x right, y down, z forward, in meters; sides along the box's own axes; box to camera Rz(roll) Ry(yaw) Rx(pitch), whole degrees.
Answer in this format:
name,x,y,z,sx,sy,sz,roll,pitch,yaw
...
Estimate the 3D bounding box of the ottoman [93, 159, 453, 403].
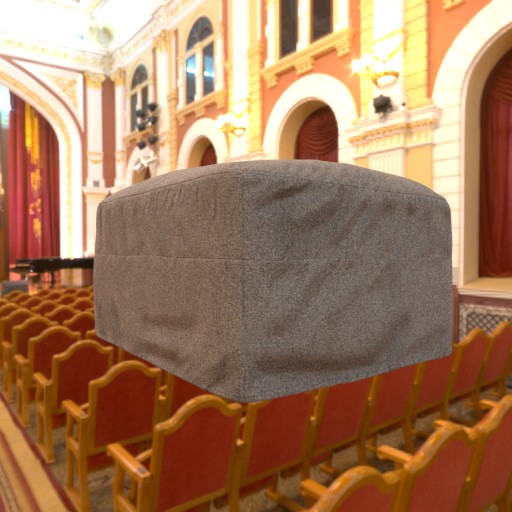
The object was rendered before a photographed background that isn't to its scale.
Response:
name,x,y,z,sx,sy,sz,roll,pitch,yaw
ottoman,0.000,0.000,1.235,0.683,0.481,0.837,-1,2,-37
